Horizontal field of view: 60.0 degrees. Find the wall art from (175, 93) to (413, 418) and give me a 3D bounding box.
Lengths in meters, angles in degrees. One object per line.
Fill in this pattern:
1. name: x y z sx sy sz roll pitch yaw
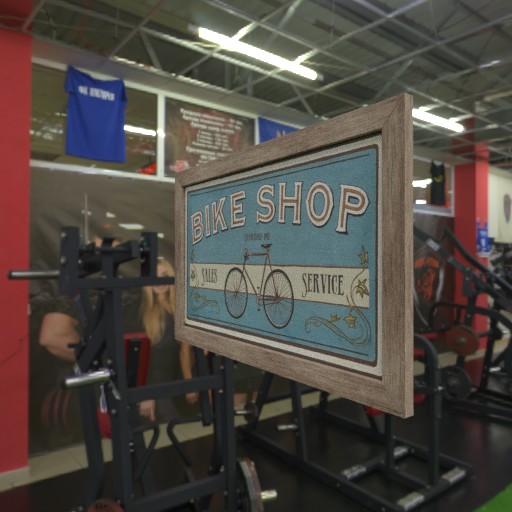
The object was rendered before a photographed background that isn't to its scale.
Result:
1. wall art: 0.000 0.000 0.974 0.021 0.480 0.780 0 0 -36
